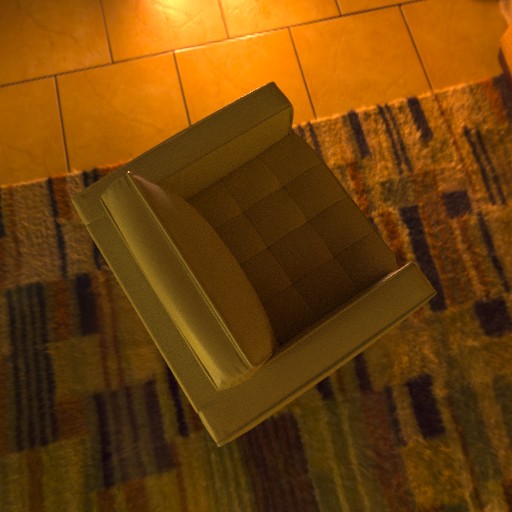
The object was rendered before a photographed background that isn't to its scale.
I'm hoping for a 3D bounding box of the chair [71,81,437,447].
[{"bbox_3d":[0.000,0.000,1.548,0.843,0.773,0.928,-33,78,-8],"label":"chair"}]
